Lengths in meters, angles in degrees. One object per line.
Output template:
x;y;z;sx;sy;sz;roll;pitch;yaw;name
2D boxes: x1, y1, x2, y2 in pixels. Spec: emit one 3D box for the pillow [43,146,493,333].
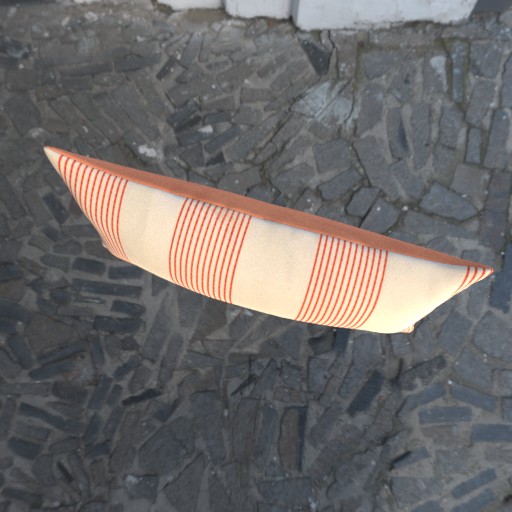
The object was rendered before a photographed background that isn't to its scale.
0.000;0.000;0.704;0.608;0.292;0.156;16;76;4;pillow
